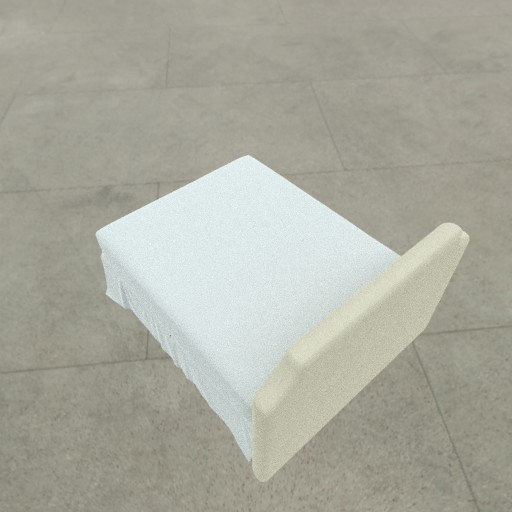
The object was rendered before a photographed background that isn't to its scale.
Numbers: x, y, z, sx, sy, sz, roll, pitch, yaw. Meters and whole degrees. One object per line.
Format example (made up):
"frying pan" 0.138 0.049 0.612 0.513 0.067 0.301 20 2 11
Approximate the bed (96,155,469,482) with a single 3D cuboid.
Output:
"bed" 0.000 0.000 3.347 1.827 1.296 2.209 -33 55 -26
